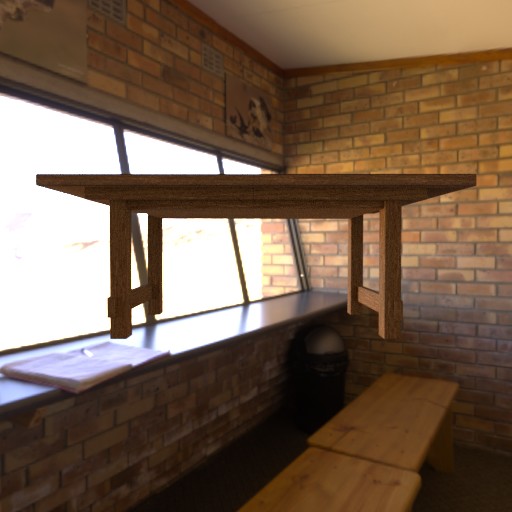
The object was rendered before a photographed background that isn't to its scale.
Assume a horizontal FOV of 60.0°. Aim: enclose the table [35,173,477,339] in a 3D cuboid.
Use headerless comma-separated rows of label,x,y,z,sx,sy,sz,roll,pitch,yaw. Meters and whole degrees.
table,0.000,0.000,2.495,1.982,0.762,1.000,0,1,0
